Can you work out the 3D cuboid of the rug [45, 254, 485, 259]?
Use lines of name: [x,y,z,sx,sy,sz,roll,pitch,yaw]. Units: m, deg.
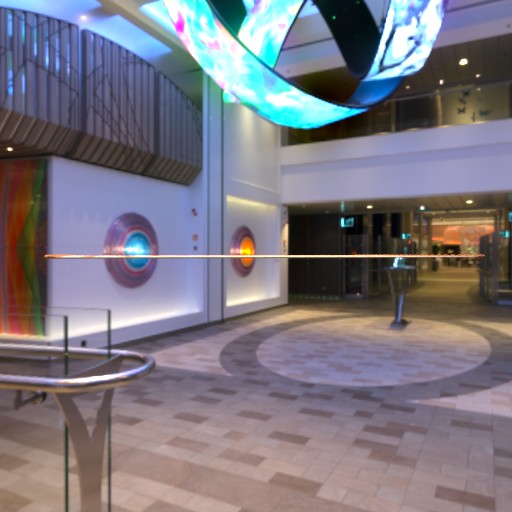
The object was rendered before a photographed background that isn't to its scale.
rug: [0.000,0.000,2.534,2.092,0.017,1.232,0,0,-18]
